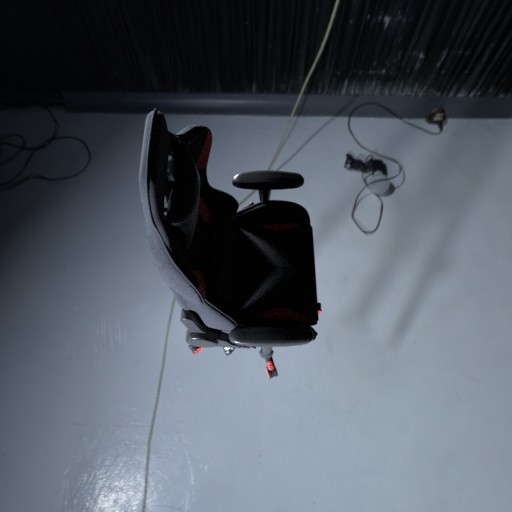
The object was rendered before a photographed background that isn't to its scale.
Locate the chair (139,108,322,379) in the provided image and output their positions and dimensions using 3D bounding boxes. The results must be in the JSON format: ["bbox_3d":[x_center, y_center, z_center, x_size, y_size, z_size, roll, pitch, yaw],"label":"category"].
[{"bbox_3d":[0.000,0.000,1.654,0.658,1.326,0.695,0,65,0],"label":"chair"}]
